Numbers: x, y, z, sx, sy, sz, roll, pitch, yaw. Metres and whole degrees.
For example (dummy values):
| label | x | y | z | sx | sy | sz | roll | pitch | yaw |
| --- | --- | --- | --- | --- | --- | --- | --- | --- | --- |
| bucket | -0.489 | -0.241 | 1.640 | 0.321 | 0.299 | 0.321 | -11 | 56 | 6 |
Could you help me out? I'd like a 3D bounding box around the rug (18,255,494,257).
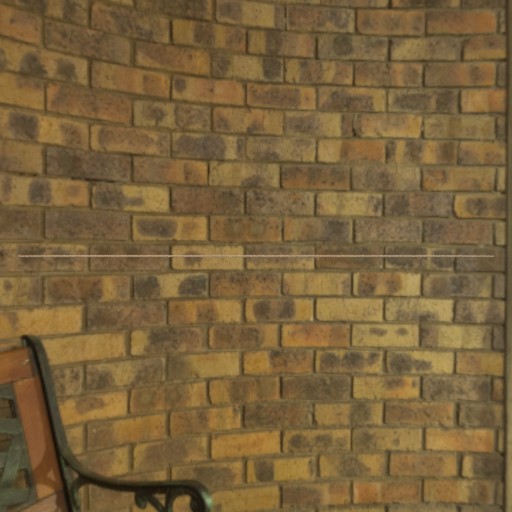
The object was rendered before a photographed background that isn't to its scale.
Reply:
| label | x | y | z | sx | sy | sz | roll | pitch | yaw |
| --- | --- | --- | --- | --- | --- | --- | --- | --- | --- |
| rug | 0.000 | 0.000 | 2.654 | 2.439 | 0.008 | 0.762 | 0 | 0 | 0 |
